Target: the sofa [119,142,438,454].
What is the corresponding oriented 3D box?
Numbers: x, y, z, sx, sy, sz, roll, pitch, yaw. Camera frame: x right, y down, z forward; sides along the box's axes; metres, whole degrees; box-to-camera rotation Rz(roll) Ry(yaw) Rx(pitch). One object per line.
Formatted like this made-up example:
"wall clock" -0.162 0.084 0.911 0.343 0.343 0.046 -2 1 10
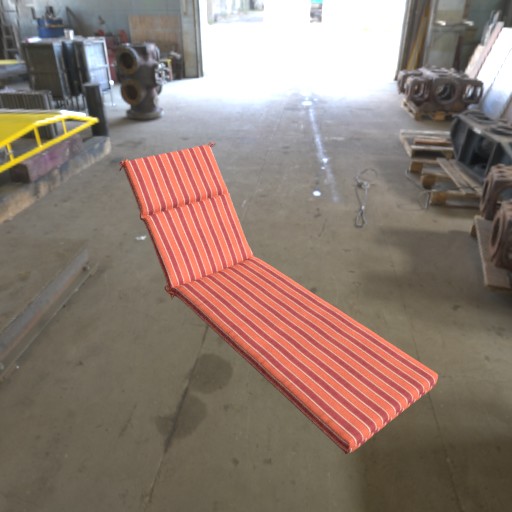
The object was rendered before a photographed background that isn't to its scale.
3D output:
"sofa" 0.000 0.000 2.021 0.582 0.622 1.663 -21 36 -32
